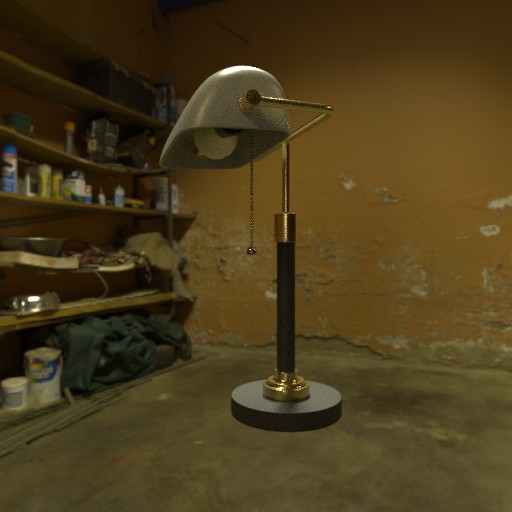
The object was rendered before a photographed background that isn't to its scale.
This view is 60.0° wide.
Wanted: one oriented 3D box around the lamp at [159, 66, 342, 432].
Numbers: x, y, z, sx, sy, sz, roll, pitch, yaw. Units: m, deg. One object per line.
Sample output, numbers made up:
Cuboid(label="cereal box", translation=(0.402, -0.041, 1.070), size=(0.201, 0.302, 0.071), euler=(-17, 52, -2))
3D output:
Cuboid(label="lamp", translation=(0.000, 0.000, 0.565), size=(0.227, 0.404, 0.269), euler=(0, 0, -19))
